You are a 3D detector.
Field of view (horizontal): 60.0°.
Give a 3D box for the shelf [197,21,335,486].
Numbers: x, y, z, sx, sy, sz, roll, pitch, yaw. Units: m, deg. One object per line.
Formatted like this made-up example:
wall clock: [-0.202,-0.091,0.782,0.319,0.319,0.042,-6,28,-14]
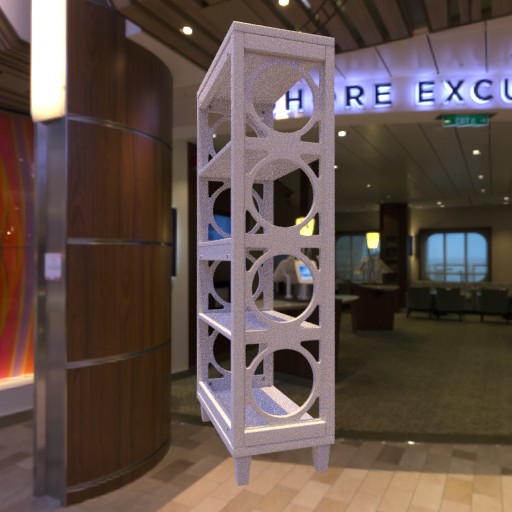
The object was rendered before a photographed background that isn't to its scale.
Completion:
shelf: [0.000,0.000,1.672,0.340,1.411,0.611,0,0,-18]
